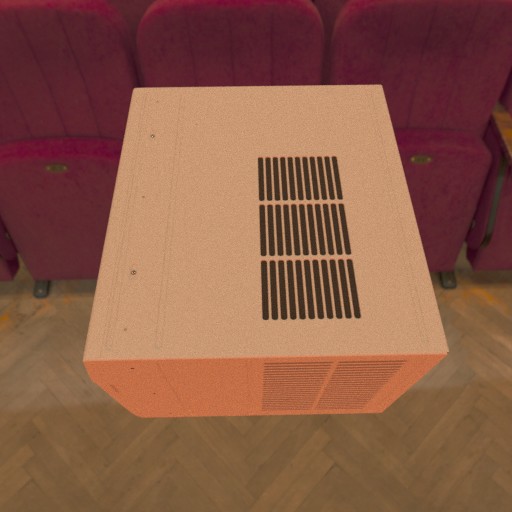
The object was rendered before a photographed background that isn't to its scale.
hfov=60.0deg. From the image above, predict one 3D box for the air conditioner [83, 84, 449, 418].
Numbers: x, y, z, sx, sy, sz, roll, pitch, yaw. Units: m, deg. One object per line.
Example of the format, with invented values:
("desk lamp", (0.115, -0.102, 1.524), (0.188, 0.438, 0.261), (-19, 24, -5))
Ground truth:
("air conditioner", (0.000, 0.000, 1.050), (0.599, 0.455, 0.645), (-1, 59, -1))
